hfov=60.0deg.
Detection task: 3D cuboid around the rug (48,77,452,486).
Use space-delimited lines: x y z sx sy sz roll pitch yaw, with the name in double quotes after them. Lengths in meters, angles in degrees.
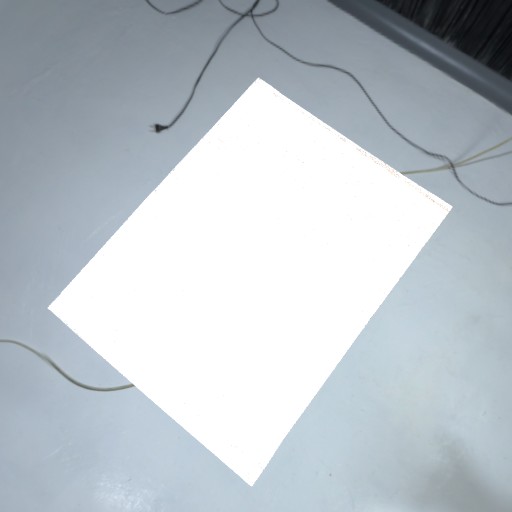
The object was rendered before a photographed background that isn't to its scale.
0.000 0.000 5.007 2.873 0.053 3.778 37 78 9 "rug"
